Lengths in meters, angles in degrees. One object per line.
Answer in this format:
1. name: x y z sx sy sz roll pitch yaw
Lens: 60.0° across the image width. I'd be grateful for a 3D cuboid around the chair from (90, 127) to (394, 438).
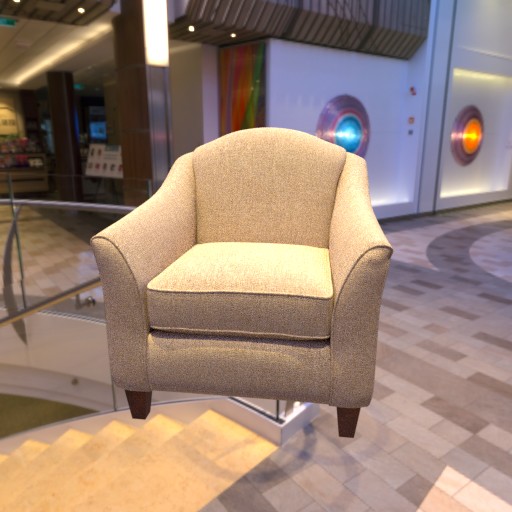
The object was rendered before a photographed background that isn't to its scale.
1. chair: 0.000 0.000 1.477 0.763 0.839 0.787 2 15 8
